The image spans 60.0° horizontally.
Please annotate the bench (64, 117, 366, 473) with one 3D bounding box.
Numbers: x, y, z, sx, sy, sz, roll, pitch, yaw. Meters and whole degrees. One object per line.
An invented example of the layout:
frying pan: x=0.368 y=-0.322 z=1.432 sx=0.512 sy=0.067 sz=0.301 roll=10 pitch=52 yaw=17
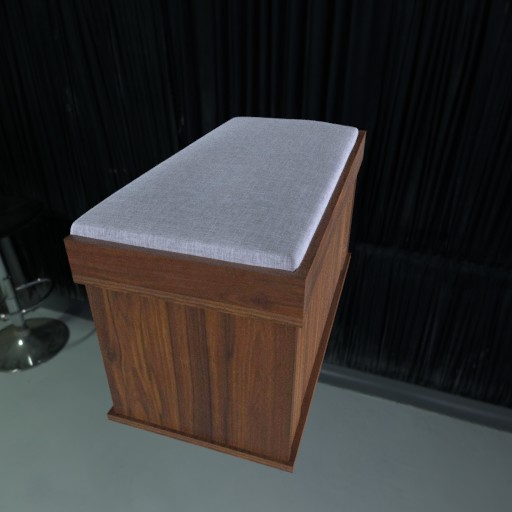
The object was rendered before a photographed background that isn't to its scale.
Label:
bench: x=0.000 y=0.000 z=0.989 sx=0.362 sy=0.461 sz=0.734 roll=9 pitch=32 yaw=15
